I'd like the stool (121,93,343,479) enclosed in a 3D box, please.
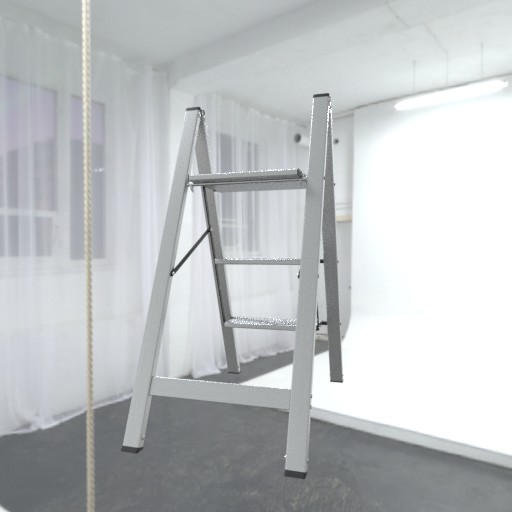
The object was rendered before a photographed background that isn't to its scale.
[{"bbox_3d":[0.000,0.000,1.310,0.441,0.902,0.730,0,0,17],"label":"stool"}]
